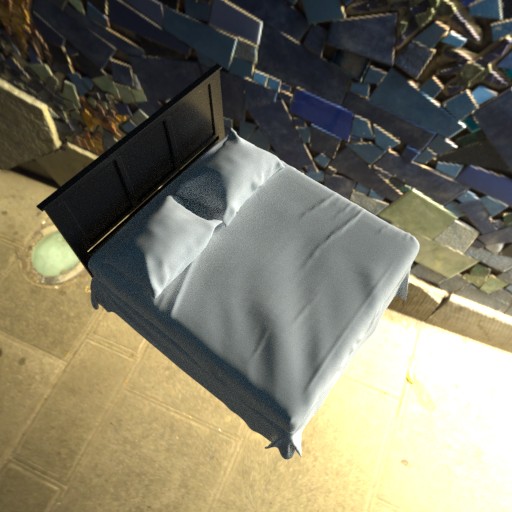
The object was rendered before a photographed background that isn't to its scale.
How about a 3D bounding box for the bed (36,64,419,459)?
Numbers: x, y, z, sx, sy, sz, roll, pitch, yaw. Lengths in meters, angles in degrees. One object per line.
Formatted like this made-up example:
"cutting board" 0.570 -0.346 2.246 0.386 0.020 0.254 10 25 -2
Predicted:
"bed" 0.000 0.000 3.189 2.050 1.270 1.870 34 66 18
